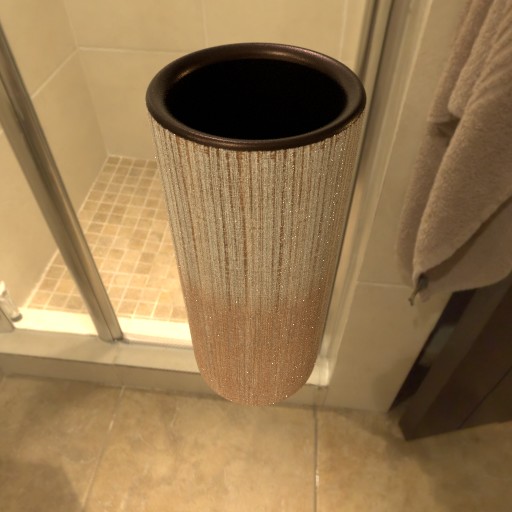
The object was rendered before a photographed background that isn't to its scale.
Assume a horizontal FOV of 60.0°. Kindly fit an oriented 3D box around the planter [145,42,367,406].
[{"bbox_3d":[0.000,0.000,0.283,0.100,0.227,0.100,-24,51,-21],"label":"planter"}]
